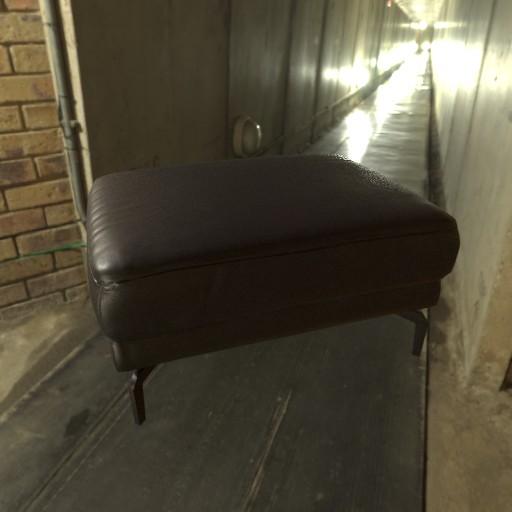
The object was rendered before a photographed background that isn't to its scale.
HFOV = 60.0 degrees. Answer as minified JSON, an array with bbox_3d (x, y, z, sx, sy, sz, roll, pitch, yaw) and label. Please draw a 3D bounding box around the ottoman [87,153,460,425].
[{"bbox_3d":[0.000,0.000,1.108,0.764,0.402,0.570,-9,29,-16],"label":"ottoman"}]
